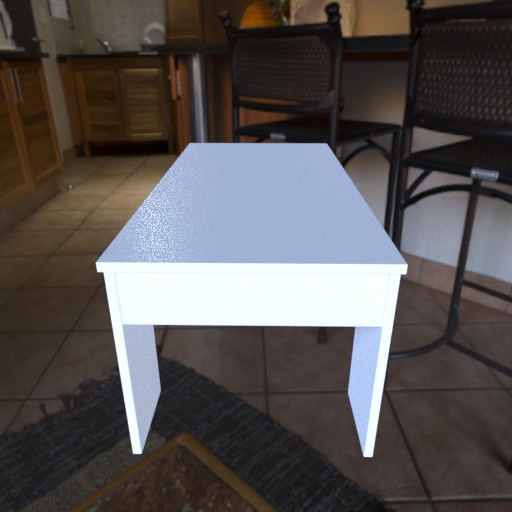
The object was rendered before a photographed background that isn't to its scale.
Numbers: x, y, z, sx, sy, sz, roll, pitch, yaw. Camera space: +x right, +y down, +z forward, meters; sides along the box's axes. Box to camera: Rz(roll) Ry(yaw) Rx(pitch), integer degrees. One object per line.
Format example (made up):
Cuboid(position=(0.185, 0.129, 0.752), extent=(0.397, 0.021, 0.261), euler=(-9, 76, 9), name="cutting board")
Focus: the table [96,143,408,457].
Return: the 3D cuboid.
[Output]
Cuboid(position=(0.000, 0.000, 1.254), extent=(0.500, 0.440, 1.000), euler=(0, 25, 1), name="table")
